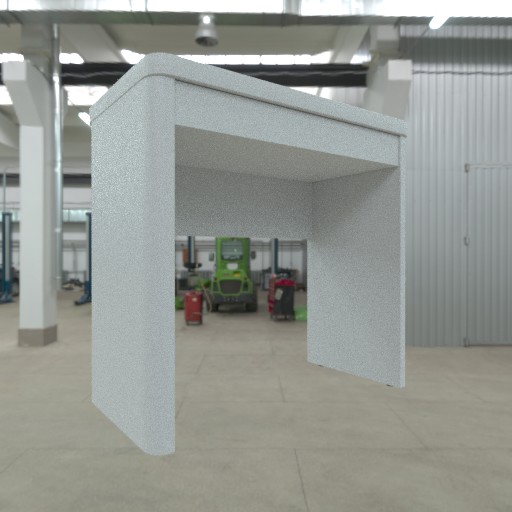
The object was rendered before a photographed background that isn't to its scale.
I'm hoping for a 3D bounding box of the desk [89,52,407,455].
[{"bbox_3d":[0.000,0.000,1.221,0.790,0.760,0.446,0,0,-36],"label":"desk"}]
